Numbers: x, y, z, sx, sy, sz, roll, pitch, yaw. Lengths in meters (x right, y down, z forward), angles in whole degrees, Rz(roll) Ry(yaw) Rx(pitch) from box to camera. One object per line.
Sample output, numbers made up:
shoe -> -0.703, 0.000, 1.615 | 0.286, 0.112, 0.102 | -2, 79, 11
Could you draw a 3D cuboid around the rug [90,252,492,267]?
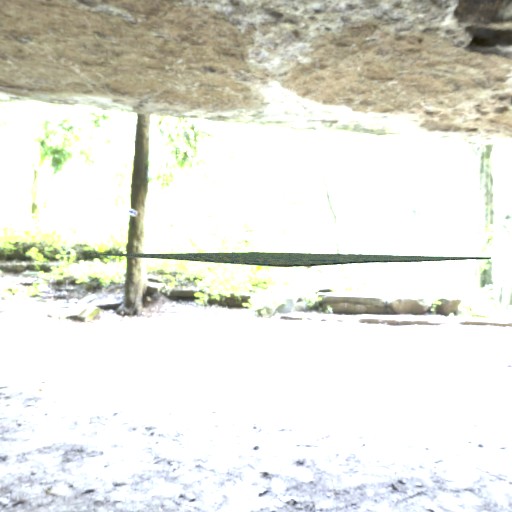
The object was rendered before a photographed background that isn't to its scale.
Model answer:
rug -> 0.000, 0.000, 2.315 | 1.209, 0.011, 1.830 | -1, 2, -35
